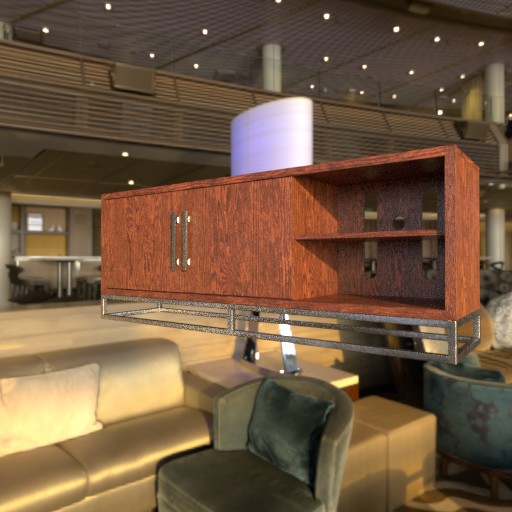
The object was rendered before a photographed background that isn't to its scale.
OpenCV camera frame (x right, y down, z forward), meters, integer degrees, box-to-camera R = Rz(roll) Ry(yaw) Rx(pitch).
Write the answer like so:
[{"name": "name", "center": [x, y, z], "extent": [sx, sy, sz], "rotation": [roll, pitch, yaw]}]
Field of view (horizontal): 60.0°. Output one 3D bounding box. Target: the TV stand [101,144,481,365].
[{"name": "TV stand", "center": [0.000, 0.000, 1.751], "extent": [1.541, 0.578, 0.382], "rotation": [0, -1, 36]}]
